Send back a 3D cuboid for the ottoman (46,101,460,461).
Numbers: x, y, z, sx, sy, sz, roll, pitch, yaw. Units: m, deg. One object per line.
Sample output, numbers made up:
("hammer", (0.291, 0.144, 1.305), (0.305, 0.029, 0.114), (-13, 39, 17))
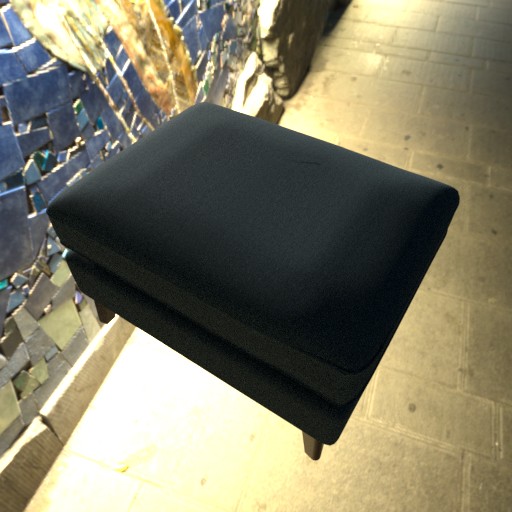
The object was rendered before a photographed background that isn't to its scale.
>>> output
("ottoman", (0.000, 0.000, 1.218), (0.835, 0.503, 0.629), (26, 52, 22))
